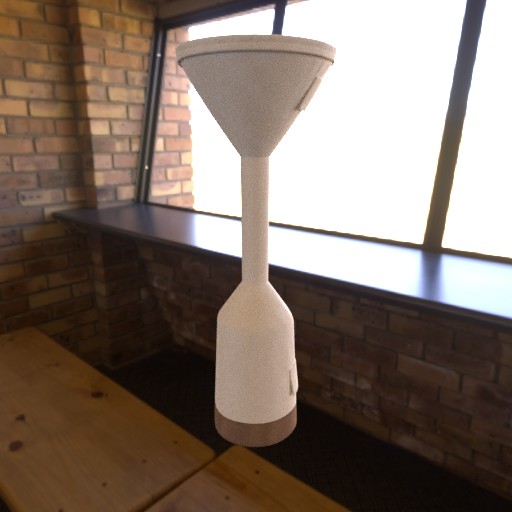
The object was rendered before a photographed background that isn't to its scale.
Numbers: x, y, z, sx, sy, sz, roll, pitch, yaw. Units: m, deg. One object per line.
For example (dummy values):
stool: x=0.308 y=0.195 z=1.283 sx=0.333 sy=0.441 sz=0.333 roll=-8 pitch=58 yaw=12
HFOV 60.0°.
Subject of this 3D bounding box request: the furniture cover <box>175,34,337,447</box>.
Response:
furniture cover: x=0.000 y=0.000 z=2.833 sx=0.914 sy=2.413 sz=0.914 roll=2 pitch=15 yaw=9
